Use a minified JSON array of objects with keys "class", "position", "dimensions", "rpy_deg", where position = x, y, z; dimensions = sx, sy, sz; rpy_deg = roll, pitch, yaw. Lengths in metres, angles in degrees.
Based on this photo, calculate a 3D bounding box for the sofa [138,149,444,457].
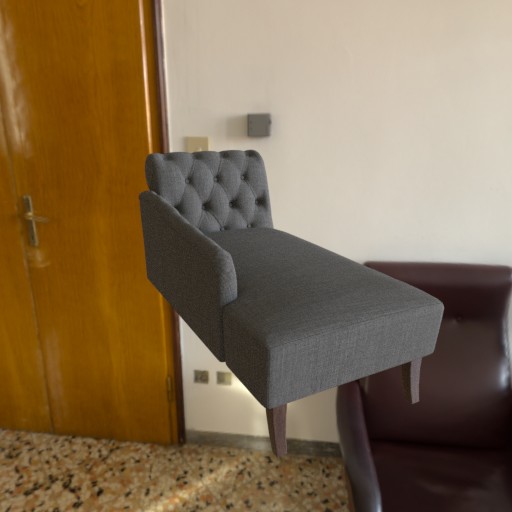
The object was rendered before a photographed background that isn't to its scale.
[{"class":"sofa","position":[0.000,0.000,1.858],"dimensions":[0.675,0.787,1.379],"rpy_deg":[-9,19,-27]}]
